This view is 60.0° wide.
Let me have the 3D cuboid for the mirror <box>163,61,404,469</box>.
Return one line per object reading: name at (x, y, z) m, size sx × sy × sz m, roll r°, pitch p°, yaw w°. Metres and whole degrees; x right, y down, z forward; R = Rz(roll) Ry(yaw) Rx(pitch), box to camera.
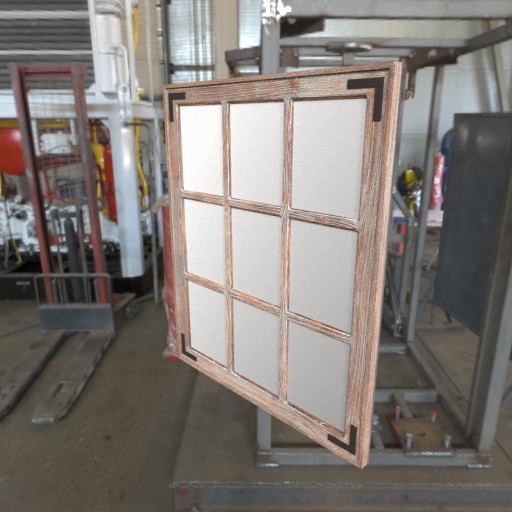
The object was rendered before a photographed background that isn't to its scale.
mirror at (0.000, 0.000, 1.169) m, size 0.730 × 0.882 × 0.032 m, roll 16°, pitch 23°, yaw 43°
